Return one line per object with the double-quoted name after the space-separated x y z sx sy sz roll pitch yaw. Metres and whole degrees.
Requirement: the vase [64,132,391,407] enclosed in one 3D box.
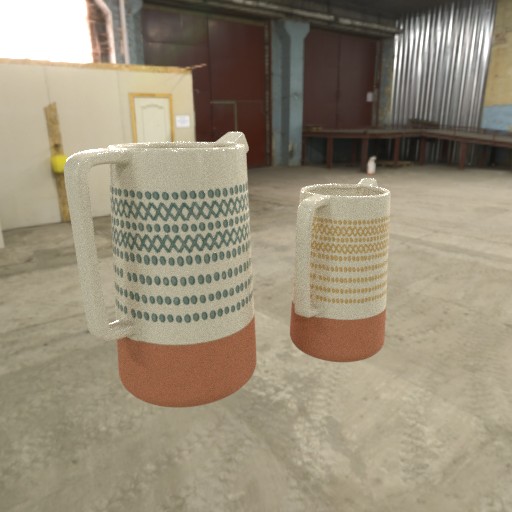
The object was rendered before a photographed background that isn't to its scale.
0.000 0.000 0.462 0.326 0.247 0.168 -3 17 -10 "vase"
